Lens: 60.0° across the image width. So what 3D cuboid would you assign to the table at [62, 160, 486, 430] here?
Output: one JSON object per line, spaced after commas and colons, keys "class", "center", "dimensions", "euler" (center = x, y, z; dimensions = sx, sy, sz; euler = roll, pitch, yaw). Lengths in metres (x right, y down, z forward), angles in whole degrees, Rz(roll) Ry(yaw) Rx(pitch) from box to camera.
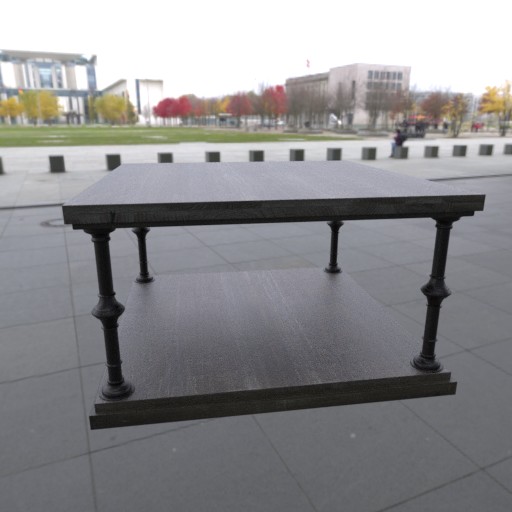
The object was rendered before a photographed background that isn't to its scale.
{"class": "table", "center": [0.000, 0.000, 1.102], "dimensions": [0.696, 0.400, 0.696], "euler": [-3, 17, -8]}
